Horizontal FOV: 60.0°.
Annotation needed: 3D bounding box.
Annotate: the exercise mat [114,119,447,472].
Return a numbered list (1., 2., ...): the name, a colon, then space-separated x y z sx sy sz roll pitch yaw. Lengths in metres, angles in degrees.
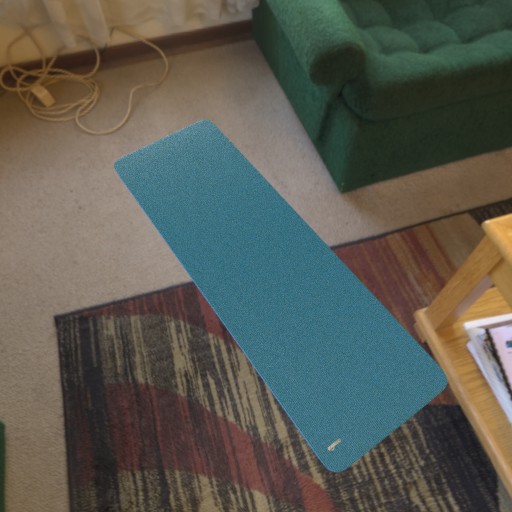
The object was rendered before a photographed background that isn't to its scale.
1. exercise mat: 0.000 0.000 2.077 0.616 0.021 1.869 -31 63 -17
